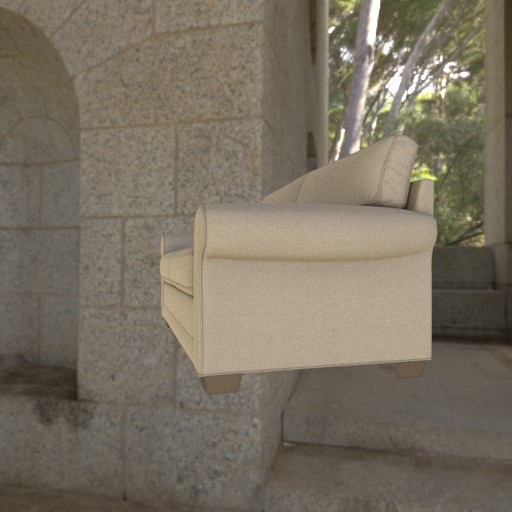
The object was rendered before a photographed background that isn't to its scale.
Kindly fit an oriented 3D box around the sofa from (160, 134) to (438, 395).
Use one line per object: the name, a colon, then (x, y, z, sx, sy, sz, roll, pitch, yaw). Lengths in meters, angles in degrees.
sofa: (0.000, 0.000, 2.408, 0.940, 0.952, 1.930, 0, -1, -16)
